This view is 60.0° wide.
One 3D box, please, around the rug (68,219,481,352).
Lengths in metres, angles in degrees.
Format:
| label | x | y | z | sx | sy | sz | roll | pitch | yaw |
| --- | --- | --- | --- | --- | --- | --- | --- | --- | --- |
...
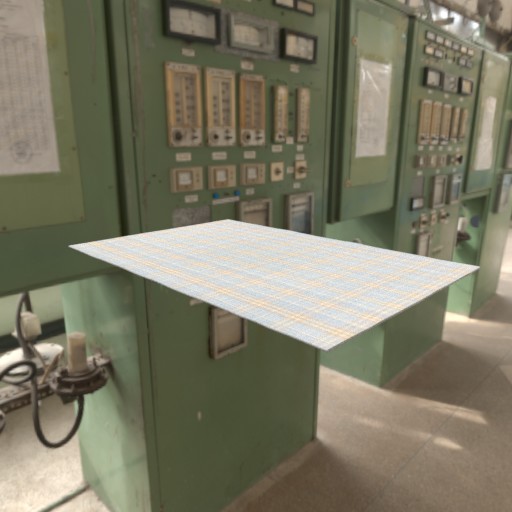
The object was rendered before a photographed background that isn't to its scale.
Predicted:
| label | x | y | z | sx | sy | sz | roll | pitch | yaw |
| --- | --- | --- | --- | --- | --- | --- | --- | --- | --- |
| rug | 0.000 | 0.000 | 2.333 | 1.231 | 0.012 | 1.835 | -14 | 21 | -43 |
